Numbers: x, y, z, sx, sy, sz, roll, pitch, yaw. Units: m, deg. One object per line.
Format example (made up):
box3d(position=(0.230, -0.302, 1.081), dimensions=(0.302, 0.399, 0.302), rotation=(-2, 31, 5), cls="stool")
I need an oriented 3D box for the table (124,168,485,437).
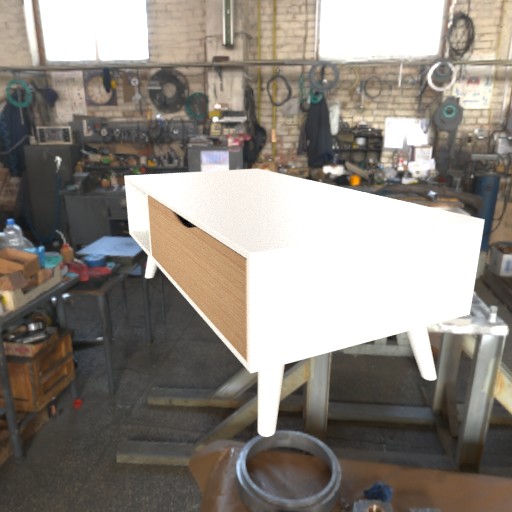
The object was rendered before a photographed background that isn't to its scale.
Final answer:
box3d(position=(0.000, 0.000, 1.486), dimensions=(0.609, 0.432, 1.194), rotation=(-8, 19, -25), cls="table")
